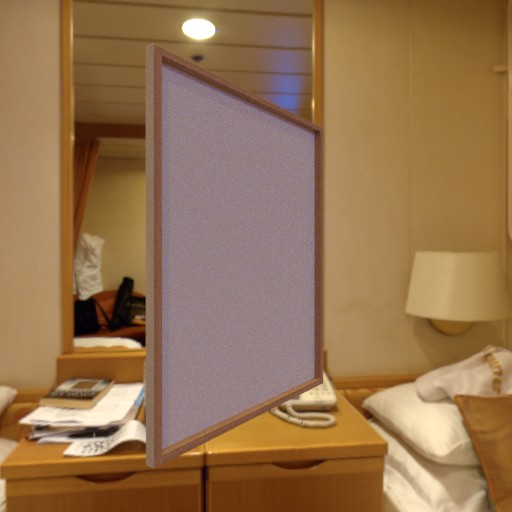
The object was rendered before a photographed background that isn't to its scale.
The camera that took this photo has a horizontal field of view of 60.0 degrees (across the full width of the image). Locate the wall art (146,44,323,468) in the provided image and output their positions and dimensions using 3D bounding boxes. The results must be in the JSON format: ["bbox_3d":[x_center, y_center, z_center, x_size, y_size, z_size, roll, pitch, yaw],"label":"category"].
[{"bbox_3d":[0.000,0.000,0.992,0.021,0.710,0.609,0,0,36],"label":"wall art"}]
